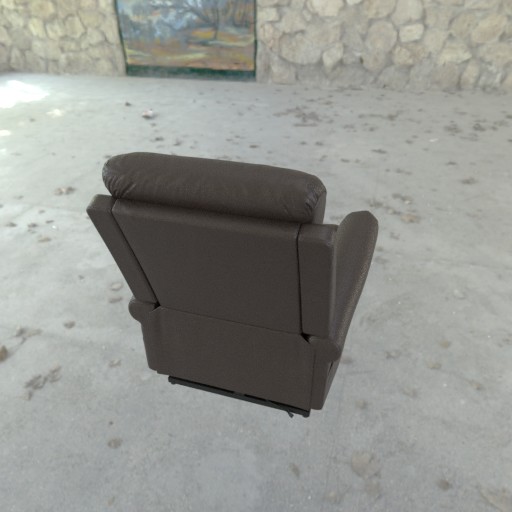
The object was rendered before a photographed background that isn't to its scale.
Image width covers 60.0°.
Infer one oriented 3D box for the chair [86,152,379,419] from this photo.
[{"bbox_3d":[0.000,0.000,1.701,0.869,1.028,0.978,9,33,15],"label":"chair"}]
